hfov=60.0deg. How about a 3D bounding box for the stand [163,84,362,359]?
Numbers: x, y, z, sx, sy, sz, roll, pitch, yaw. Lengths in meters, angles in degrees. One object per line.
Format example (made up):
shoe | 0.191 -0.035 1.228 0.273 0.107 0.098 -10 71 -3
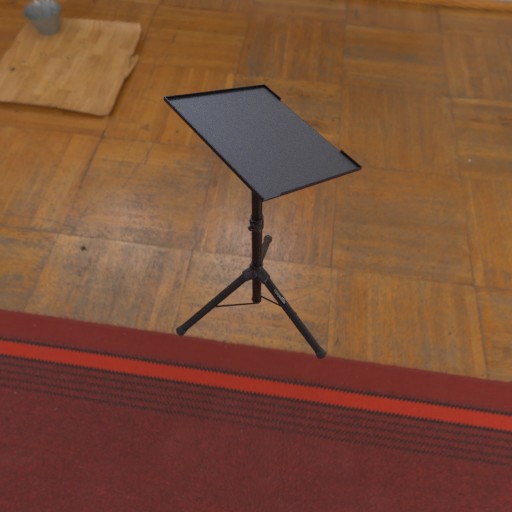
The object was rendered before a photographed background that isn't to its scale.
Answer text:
stand | 0.000 0.000 1.669 0.702 1.198 0.702 -33 64 -18
